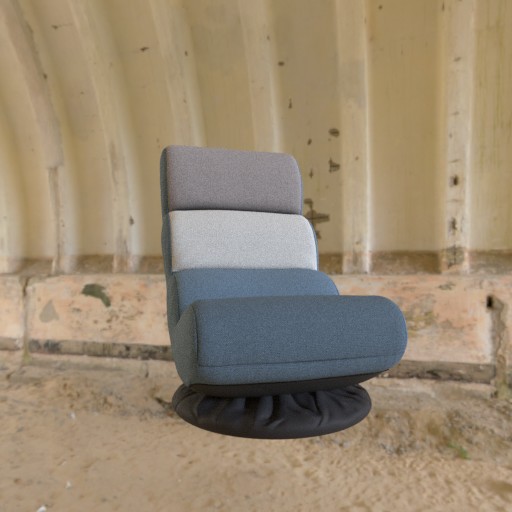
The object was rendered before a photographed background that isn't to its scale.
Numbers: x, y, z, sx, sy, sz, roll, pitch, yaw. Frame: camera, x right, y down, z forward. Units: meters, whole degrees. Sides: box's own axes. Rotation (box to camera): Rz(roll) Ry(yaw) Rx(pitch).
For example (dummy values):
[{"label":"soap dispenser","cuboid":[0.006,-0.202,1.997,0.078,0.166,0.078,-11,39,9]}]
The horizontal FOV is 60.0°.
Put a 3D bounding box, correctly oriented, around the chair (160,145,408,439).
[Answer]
[{"label":"chair","cuboid":[0.000,0.000,1.051,0.420,0.641,0.661,0,-1,-16]}]
